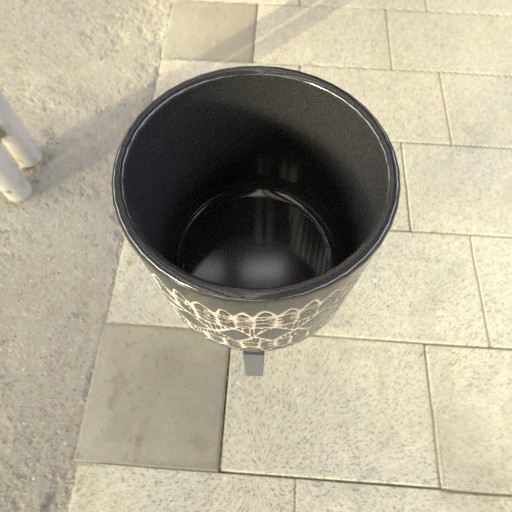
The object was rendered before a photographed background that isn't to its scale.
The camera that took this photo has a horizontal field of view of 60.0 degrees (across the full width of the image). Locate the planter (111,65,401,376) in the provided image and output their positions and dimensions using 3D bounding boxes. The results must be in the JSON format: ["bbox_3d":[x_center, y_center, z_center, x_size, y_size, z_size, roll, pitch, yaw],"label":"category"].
[{"bbox_3d":[0.000,0.000,0.542,0.251,0.355,0.251,1,64,1],"label":"planter"}]
